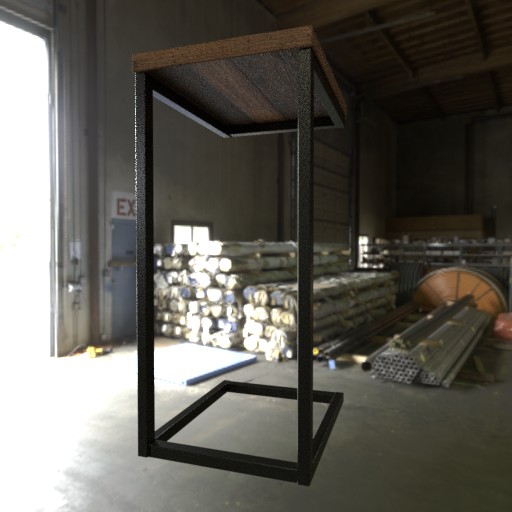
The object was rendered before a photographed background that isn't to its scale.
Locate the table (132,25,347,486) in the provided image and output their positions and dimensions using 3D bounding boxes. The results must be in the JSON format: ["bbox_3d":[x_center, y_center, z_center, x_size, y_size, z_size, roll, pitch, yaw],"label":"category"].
[{"bbox_3d":[0.000,0.000,0.932,0.323,0.718,0.414,0,2,19],"label":"table"}]
